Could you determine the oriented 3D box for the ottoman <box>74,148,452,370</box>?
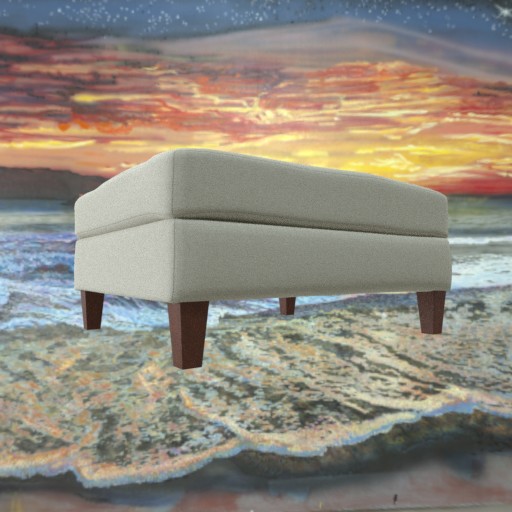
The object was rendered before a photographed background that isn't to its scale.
[{"bbox_3d":[0.000,0.000,1.461,0.976,0.492,0.836,1,-2,-35],"label":"ottoman"}]
